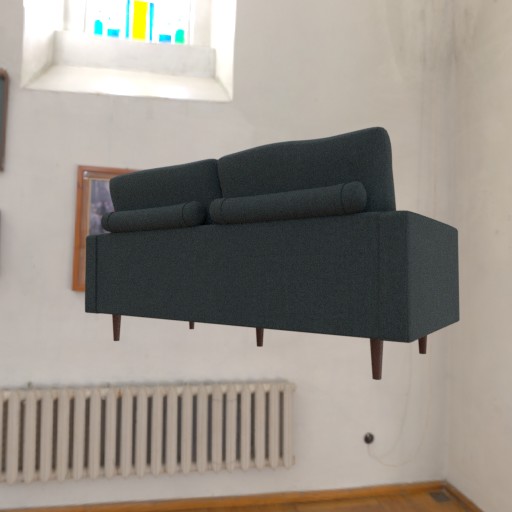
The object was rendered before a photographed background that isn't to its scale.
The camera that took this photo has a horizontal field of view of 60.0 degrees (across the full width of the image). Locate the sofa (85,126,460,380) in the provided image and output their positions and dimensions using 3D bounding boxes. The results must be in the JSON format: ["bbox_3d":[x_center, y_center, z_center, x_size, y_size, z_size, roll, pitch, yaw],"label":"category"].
[{"bbox_3d":[0.000,0.000,2.567,2.010,1.050,0.966,-1,-2,36],"label":"sofa"}]
